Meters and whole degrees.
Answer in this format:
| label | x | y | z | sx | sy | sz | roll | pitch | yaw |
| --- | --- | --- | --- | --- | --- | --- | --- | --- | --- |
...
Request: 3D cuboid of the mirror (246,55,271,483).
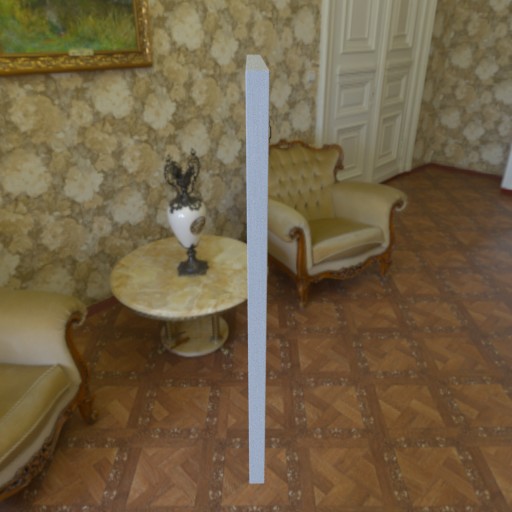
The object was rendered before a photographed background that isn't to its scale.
| label | x | y | z | sx | sy | sz | roll | pitch | yaw |
| --- | --- | --- | --- | --- | --- | --- | --- | --- | --- |
| mirror | 0.000 | 0.000 | 1.131 | 0.040 | 0.915 | 0.609 | 0 | 26 | -1 |
